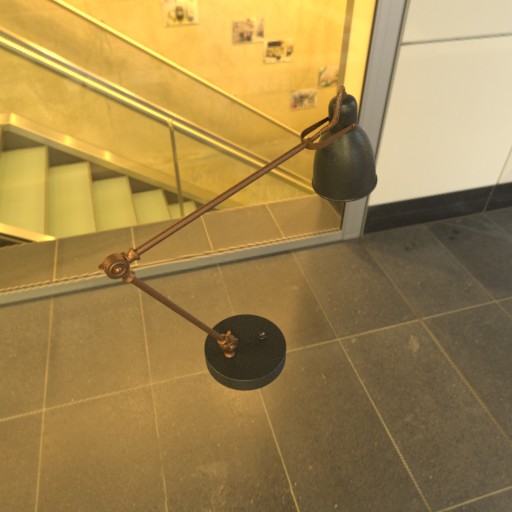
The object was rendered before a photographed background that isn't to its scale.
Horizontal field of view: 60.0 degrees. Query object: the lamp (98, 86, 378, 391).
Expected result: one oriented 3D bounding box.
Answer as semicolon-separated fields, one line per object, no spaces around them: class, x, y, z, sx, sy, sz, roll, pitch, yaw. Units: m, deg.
lamp;0.000;0.000;0.852;0.561;0.587;0.187;-25;47;-26
